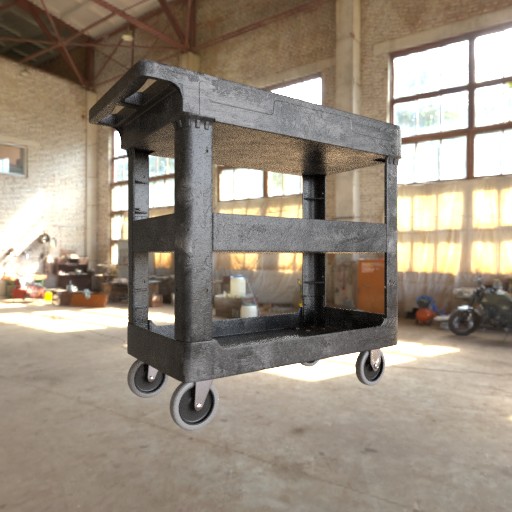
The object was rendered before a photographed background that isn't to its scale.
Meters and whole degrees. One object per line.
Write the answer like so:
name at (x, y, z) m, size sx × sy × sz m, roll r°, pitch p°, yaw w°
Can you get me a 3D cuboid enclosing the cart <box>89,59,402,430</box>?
cart at (0.000, 0.000, 1.336) m, size 0.877 × 0.824 × 0.420 m, roll 0°, pitch 0°, yaw -35°
